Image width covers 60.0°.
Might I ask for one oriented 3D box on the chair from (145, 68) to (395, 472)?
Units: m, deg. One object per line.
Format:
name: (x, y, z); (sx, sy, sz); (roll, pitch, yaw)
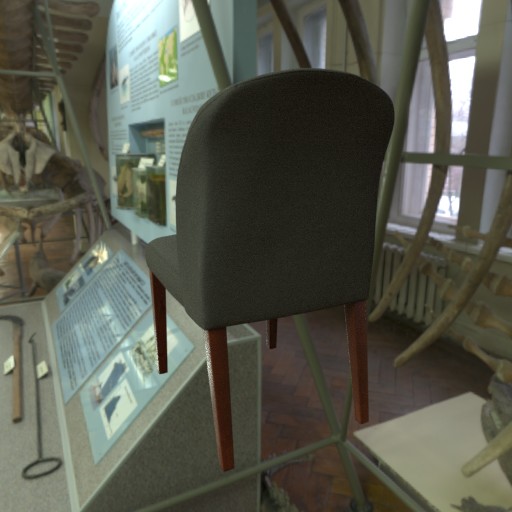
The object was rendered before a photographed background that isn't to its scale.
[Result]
chair: (0.000, 0.000, 1.228); (0.506, 0.879, 0.619); (-7, 15, -26)
